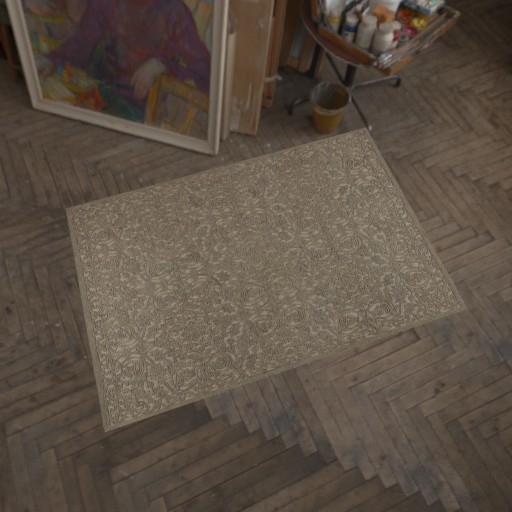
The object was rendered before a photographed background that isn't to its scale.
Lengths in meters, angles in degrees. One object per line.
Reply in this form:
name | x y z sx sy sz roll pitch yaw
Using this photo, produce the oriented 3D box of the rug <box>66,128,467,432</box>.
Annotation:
rug | 0.000 0.000 2.344 1.827 0.006 1.221 -17 66 -8
